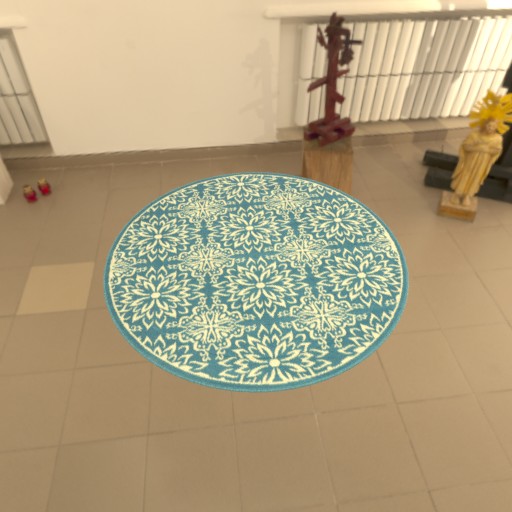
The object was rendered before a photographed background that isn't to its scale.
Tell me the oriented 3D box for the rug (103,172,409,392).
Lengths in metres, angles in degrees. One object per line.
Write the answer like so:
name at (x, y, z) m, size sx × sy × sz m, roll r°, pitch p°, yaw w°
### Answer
rug at (0.000, 0.000, 2.380) m, size 1.593 × 0.012 × 1.593 m, roll 0°, pitch 44°, yaw 0°
